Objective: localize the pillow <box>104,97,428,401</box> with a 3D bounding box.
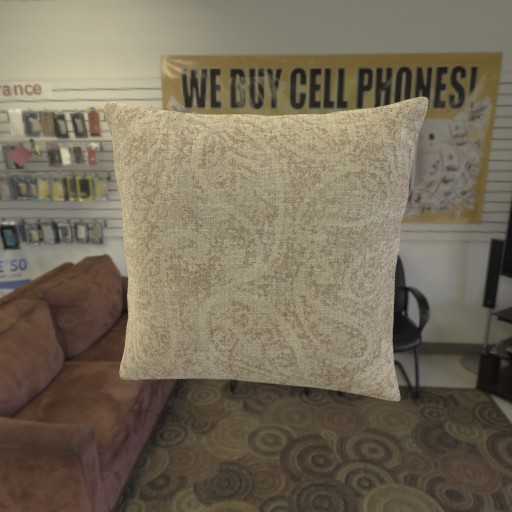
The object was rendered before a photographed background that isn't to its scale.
[{"bbox_3d":[0.000,0.000,0.760,0.523,0.510,0.166,2,15,7],"label":"pillow"}]
